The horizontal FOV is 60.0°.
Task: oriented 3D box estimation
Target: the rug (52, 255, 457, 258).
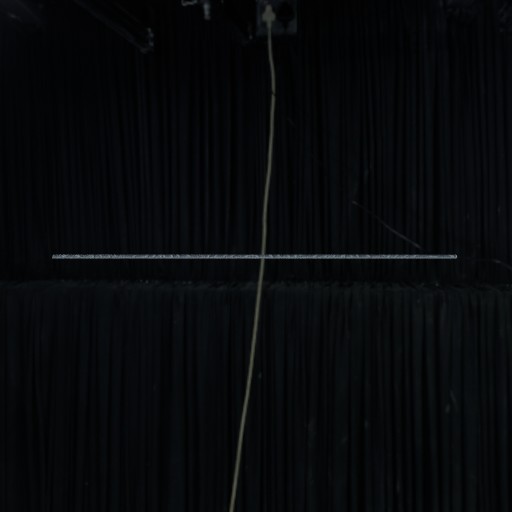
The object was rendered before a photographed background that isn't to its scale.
[{"bbox_3d":[0.000,0.000,4.188,2.456,0.021,3.042,0,0,1],"label":"rug"}]
